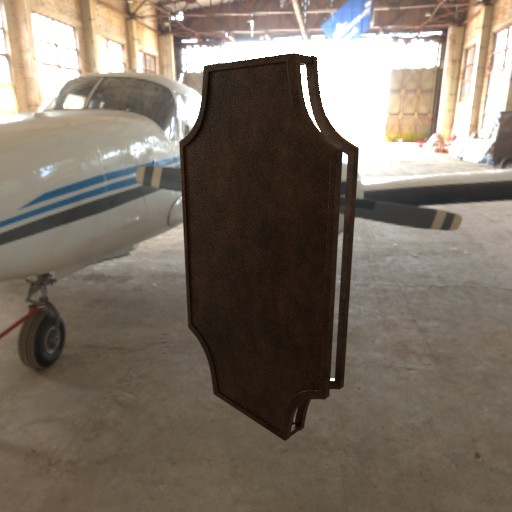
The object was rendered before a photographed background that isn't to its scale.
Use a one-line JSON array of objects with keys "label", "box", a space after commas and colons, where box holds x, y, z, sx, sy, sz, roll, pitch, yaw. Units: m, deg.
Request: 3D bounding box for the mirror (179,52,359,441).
[{"label": "mirror", "box": [0.000, 0.000, 1.000, 0.066, 0.811, 0.462, -16, 23, -42]}]
